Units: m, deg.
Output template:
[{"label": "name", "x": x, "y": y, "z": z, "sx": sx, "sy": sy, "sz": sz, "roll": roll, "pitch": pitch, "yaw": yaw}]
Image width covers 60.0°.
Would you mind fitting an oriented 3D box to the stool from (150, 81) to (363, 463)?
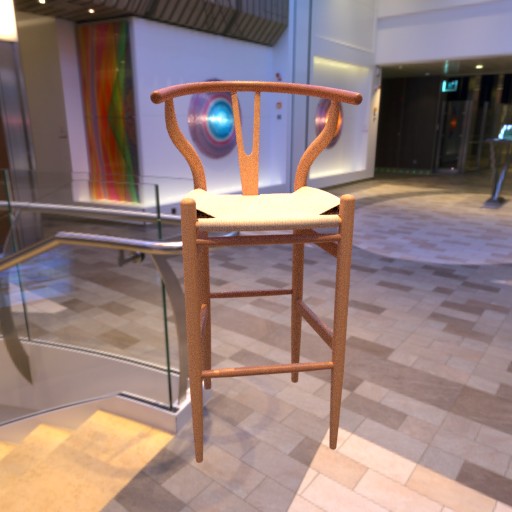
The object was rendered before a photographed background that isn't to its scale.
[{"label": "stool", "x": 0.000, "y": 0.000, "z": 1.389, "sx": 0.574, "sy": 1.068, "sz": 0.561, "roll": -2, "pitch": 17, "yaw": -7}]
